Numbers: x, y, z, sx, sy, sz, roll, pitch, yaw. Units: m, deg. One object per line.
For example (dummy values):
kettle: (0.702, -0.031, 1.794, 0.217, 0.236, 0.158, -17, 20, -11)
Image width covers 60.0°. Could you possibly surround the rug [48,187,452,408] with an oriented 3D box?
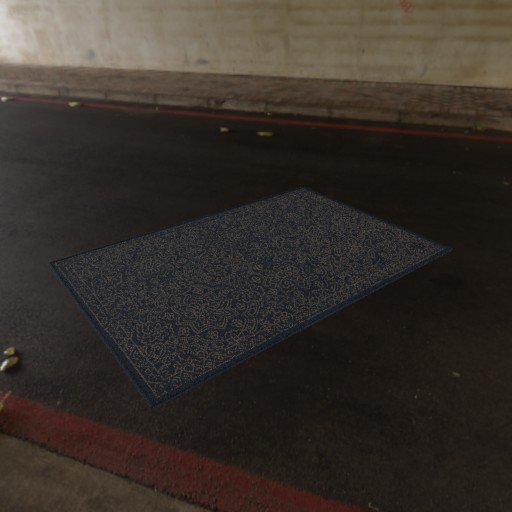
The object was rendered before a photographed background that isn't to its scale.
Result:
rug: (0.000, 0.000, 2.395, 1.829, 0.010, 1.219, -21, 36, -32)
